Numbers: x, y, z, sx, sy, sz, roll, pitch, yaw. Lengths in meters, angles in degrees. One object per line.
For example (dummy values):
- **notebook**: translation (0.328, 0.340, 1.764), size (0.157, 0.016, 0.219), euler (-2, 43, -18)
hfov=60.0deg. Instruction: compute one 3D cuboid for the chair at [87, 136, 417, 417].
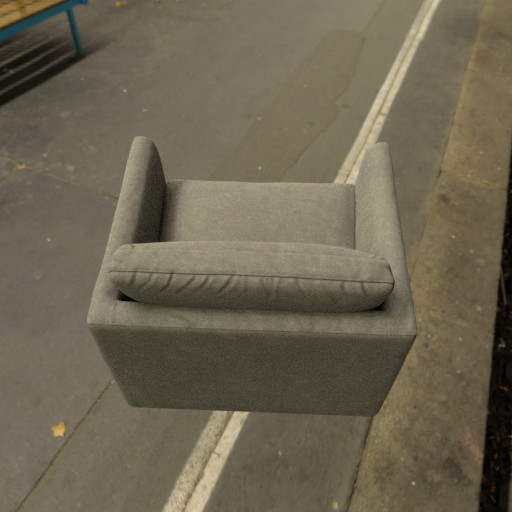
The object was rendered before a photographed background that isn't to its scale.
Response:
- **chair**: translation (0.000, 0.000, 1.901), size (1.190, 0.845, 1.091), euler (2, 48, 2)
